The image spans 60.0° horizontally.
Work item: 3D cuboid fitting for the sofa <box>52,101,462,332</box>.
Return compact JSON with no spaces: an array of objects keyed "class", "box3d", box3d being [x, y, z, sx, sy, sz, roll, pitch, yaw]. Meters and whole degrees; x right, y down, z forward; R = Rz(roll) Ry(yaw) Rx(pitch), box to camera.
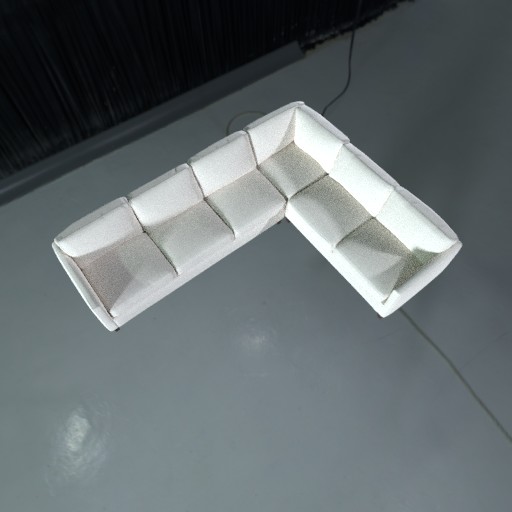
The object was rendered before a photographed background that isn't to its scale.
[{"class":"sofa","box3d":[0.000,0.000,4.633,3.302,0.947,2.593,-34,67,-17]}]
